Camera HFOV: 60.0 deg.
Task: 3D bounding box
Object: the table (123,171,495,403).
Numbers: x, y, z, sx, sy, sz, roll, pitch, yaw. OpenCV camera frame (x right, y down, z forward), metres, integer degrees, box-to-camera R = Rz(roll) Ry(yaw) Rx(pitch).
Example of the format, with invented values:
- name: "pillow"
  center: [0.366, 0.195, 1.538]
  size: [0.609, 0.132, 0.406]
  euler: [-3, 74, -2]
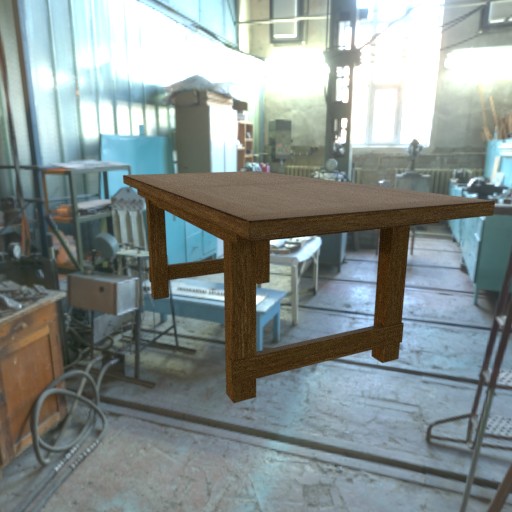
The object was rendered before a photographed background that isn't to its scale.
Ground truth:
- name: "table"
  center: [0.000, 0.000, 2.375]
  size: [1.000, 0.762, 1.982]
  euler: [-7, 16, -25]
